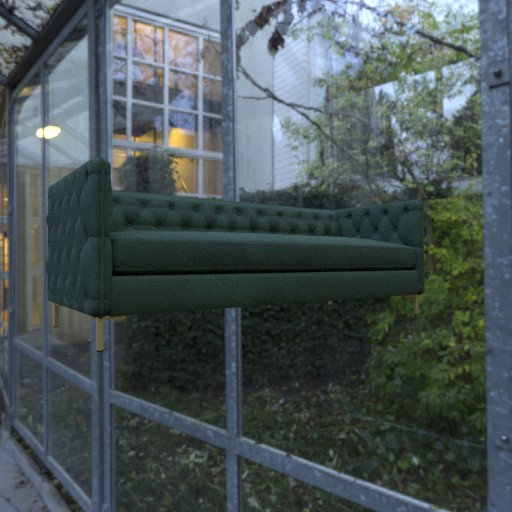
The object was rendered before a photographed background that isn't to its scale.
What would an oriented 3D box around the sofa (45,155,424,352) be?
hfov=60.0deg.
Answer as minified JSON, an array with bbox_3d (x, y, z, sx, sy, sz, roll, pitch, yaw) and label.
[{"bbox_3d":[0.000,0.000,2.676,2.209,0.771,0.895,0,-1,-36],"label":"sofa"}]
